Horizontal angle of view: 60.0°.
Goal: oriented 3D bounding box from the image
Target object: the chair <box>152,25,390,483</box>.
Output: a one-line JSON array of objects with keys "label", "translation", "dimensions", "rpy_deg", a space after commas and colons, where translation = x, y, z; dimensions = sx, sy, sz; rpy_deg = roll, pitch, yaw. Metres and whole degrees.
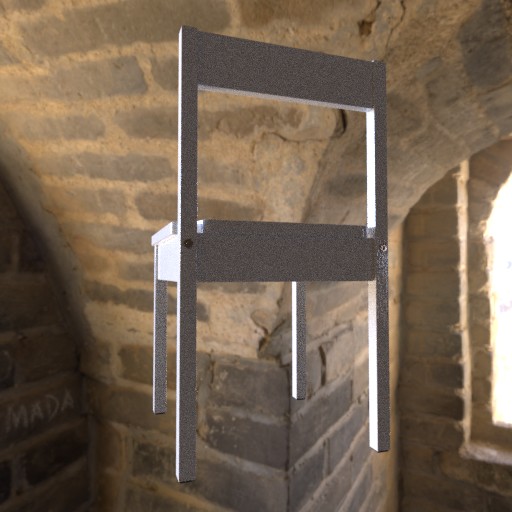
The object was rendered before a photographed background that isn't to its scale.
[{"label": "chair", "translation": [0.000, 0.000, 0.868], "dimensions": [0.367, 0.668, 0.361], "rpy_deg": [1, -2, -19]}]
